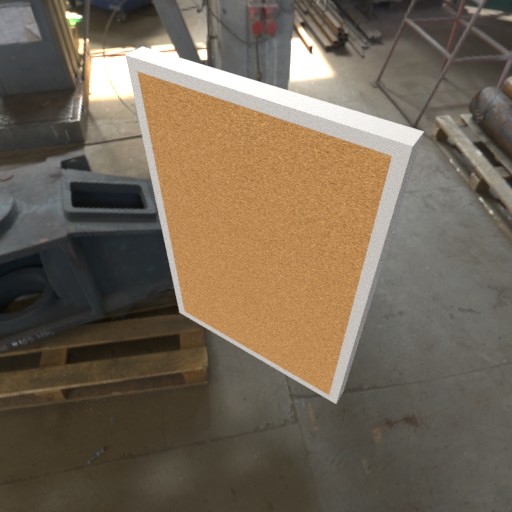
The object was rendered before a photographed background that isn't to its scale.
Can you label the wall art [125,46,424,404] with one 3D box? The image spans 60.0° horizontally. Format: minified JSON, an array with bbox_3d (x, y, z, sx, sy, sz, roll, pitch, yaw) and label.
[{"bbox_3d":[0.000,0.000,0.835,0.450,0.657,0.038,26,52,22],"label":"wall art"}]
